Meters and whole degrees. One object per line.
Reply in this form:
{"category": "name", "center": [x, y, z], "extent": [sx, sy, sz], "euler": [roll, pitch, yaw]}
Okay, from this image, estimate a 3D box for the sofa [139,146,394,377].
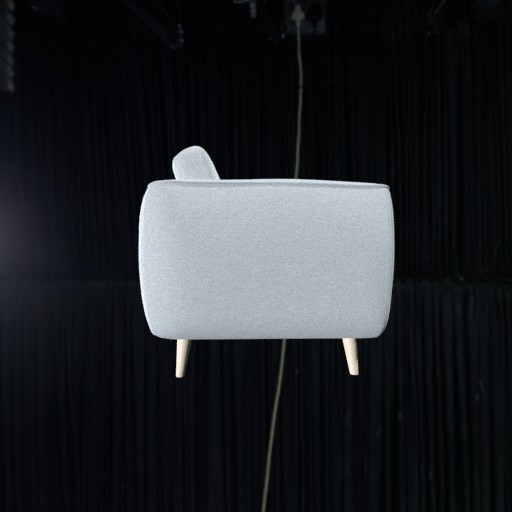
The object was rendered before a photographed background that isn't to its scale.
{"category": "sofa", "center": [0.000, 0.000, 2.429], "extent": [0.920, 0.850, 2.000], "euler": [0, 0, -3]}
